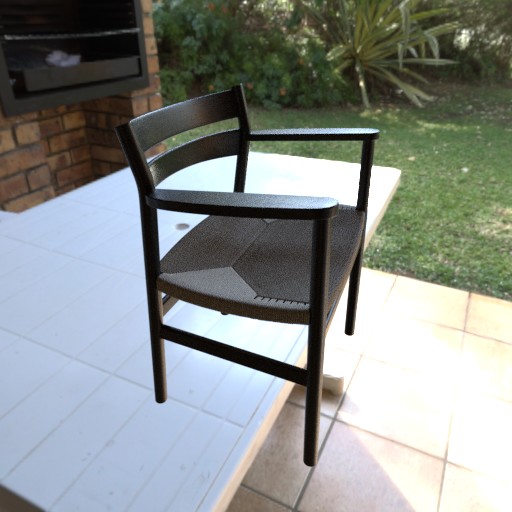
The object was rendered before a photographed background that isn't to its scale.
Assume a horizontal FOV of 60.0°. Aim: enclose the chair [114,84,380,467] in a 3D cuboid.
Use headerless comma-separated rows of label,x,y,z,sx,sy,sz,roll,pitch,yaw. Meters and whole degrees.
chair,0.000,0.000,1.169,0.508,0.775,0.630,10,30,18
